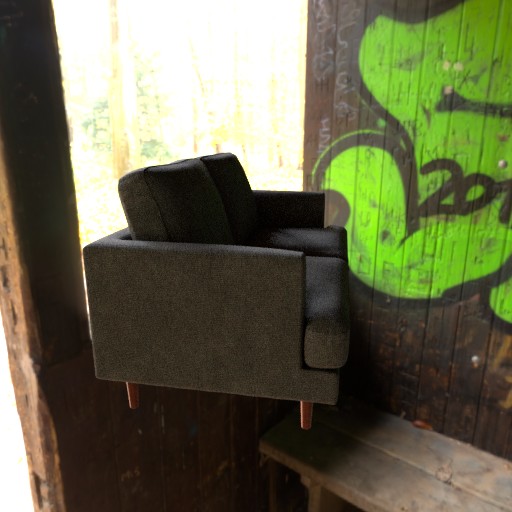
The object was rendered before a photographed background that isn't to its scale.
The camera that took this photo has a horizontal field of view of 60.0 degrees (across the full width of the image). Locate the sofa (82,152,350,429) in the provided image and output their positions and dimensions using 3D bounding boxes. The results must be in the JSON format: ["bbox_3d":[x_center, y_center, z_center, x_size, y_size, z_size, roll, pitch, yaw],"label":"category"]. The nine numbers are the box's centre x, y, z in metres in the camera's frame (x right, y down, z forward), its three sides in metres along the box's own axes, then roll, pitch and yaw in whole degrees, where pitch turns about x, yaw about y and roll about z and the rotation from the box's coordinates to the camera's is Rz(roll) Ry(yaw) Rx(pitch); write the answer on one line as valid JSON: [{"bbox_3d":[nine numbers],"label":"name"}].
[{"bbox_3d":[0.000,0.000,2.189,0.903,0.956,1.582,3,16,10],"label":"sofa"}]
